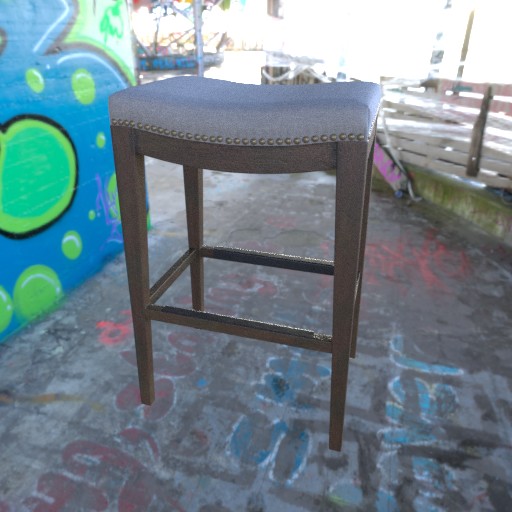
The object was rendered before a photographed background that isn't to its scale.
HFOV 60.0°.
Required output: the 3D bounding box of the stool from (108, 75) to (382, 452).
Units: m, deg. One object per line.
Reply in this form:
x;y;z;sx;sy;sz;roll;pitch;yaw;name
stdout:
0.000;0.000;1.047;0.508;0.762;0.356;8;29;15;stool
